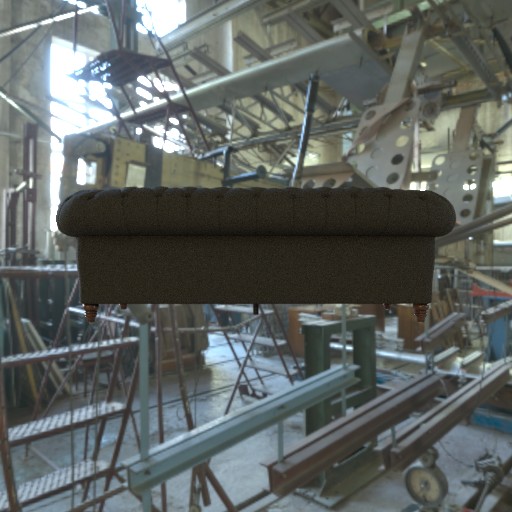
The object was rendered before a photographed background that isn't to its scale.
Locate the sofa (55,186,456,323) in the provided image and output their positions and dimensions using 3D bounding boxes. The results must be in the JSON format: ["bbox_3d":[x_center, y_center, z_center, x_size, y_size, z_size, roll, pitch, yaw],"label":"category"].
[{"bbox_3d":[0.000,0.000,2.735,2.362,0.762,0.991,0,0,0],"label":"sofa"}]
